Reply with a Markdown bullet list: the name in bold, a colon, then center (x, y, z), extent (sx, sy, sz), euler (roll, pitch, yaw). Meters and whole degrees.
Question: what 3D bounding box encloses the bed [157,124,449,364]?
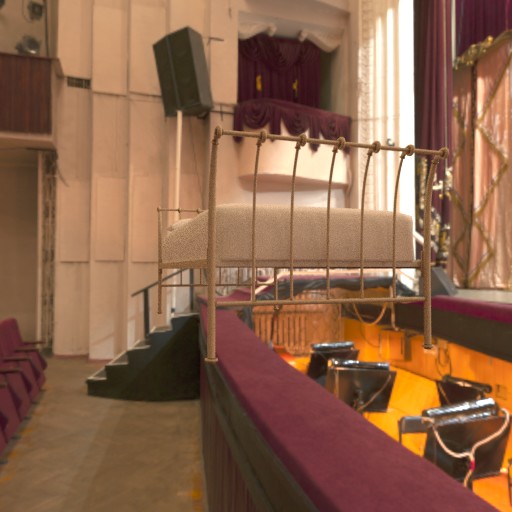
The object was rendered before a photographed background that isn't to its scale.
- **bed**: center (0.000, 0.000, 2.761), extent (1.032, 0.873, 2.228), euler (1, -2, -18)
